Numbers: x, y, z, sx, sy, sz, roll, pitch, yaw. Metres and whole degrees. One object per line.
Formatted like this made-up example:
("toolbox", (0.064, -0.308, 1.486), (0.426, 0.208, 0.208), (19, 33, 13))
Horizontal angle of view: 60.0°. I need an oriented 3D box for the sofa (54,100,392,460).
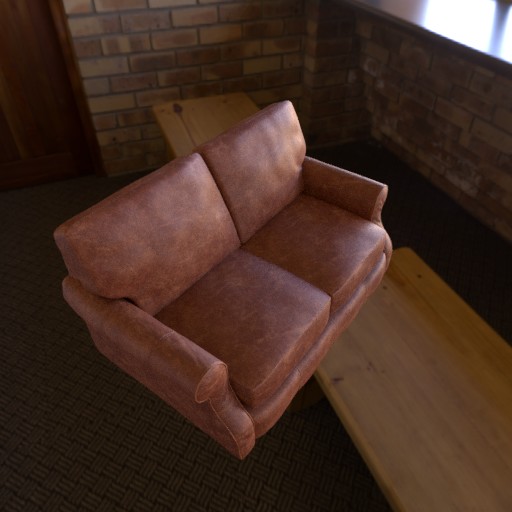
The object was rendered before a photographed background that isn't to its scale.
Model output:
("sofa", (0.000, 0.000, 2.214), (0.990, 0.967, 1.616), (26, 48, 26))
